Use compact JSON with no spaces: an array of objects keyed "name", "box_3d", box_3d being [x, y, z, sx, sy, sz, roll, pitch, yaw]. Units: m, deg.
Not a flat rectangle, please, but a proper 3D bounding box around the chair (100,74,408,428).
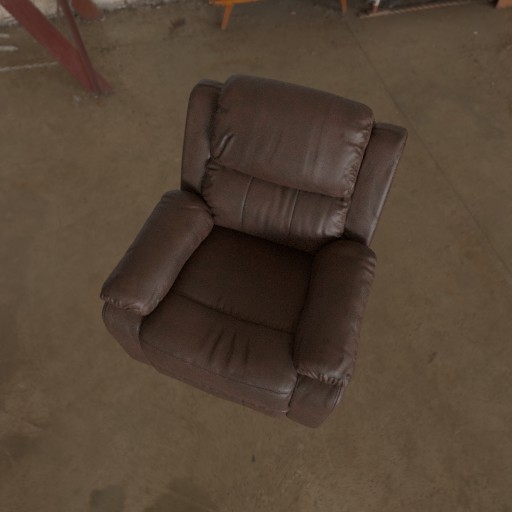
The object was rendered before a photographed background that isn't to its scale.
[{"name":"chair","box_3d":[0.000,0.000,1.257,0.680,0.702,0.707,18,60,11]}]
